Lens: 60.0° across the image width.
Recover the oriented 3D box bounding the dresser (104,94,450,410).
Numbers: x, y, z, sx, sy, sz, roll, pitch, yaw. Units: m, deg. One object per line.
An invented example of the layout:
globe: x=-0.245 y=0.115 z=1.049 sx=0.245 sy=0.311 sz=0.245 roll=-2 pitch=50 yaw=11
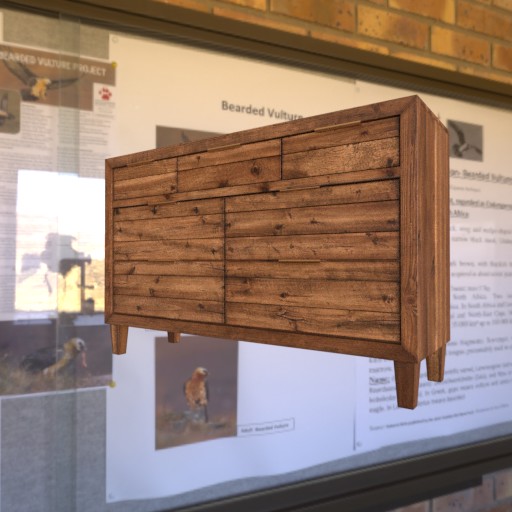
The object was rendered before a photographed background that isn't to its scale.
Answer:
dresser: x=0.000 y=0.000 z=1.802 sx=1.387 sy=0.892 sz=0.438 roll=0 pitch=-1 yaw=35
